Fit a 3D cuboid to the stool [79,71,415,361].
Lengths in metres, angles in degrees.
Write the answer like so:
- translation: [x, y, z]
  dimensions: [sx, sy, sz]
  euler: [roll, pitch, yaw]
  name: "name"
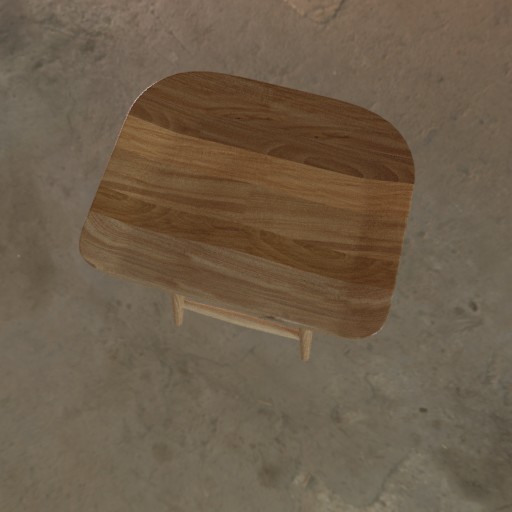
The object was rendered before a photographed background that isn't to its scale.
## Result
- translation: [0.000, 0.000, 0.927]
  dimensions: [0.407, 0.698, 0.322]
  euler: [15, 75, 4]
  name: "stool"
